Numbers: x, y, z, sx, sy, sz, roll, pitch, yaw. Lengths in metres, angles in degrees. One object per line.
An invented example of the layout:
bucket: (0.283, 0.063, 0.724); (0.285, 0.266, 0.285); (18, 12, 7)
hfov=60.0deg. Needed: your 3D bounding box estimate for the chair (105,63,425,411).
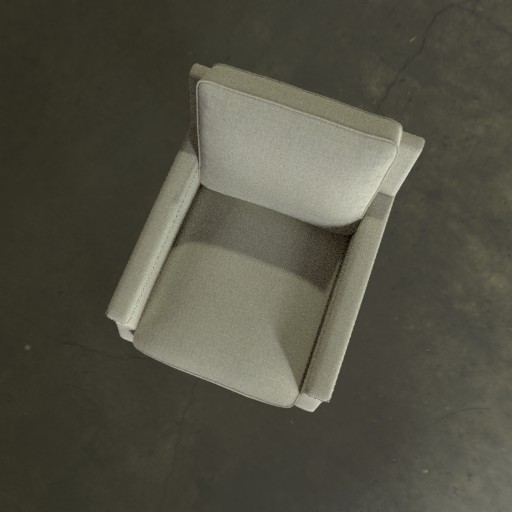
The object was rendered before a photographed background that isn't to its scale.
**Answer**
chair: (0.000, 0.000, 1.726); (0.853, 0.943, 1.014); (20, 77, 5)
